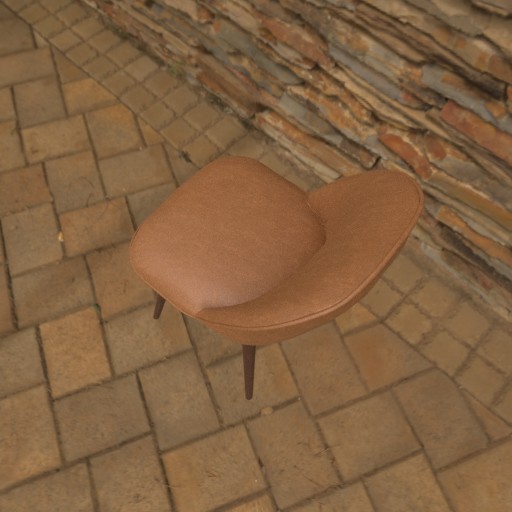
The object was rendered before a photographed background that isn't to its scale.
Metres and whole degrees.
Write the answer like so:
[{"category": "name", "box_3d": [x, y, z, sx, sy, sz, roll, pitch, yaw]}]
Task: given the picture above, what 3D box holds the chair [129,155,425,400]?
[{"category": "chair", "box_3d": [0.000, 0.000, 1.218, 0.631, 0.831, 0.521, 37, 69, 17]}]
